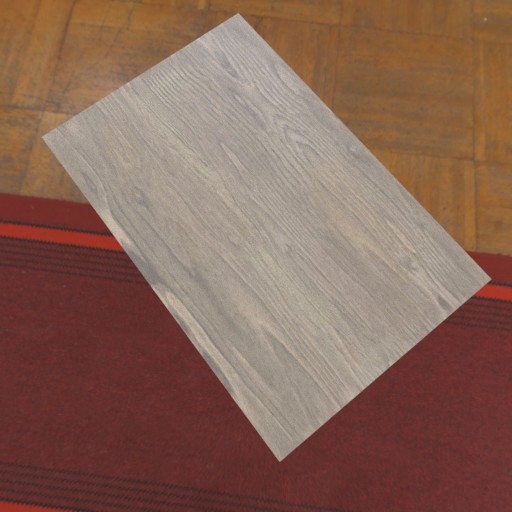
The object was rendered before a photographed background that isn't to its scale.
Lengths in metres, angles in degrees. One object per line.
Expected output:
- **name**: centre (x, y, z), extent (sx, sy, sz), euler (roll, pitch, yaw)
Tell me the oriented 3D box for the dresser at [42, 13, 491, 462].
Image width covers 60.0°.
- **dresser**: centre (0.000, 0.000, 1.270), extent (0.529, 0.762, 0.809), euler (-37, 77, -10)
